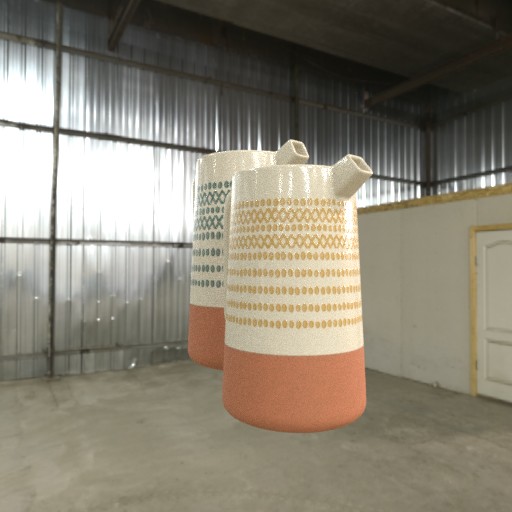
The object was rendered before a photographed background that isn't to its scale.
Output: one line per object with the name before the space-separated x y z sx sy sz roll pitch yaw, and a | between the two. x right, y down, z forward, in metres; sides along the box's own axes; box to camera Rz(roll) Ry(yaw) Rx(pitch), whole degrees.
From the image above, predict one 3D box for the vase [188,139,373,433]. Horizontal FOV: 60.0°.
vase | 0.000 0.000 0.459 0.168 0.247 0.326 0 -1 -1
